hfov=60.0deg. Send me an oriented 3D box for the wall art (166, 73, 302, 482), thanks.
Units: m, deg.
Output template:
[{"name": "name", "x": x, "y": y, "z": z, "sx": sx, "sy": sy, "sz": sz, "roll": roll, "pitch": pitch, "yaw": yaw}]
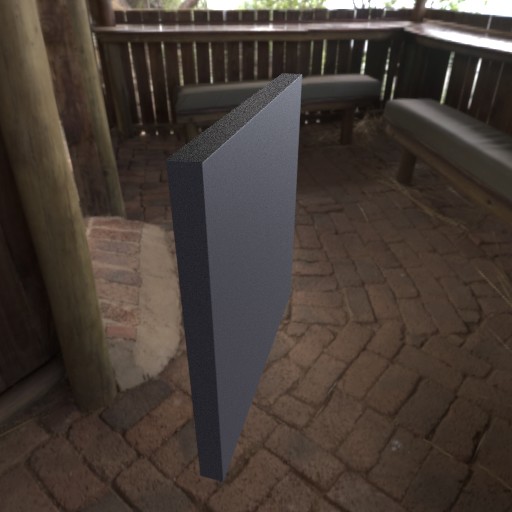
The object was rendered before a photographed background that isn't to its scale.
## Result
[{"name": "wall art", "x": 0.000, "y": 0.000, "z": 0.759, "sx": 0.038, "sy": 0.507, "sz": 0.507, "roll": 8, "pitch": 32, "yaw": 13}]
